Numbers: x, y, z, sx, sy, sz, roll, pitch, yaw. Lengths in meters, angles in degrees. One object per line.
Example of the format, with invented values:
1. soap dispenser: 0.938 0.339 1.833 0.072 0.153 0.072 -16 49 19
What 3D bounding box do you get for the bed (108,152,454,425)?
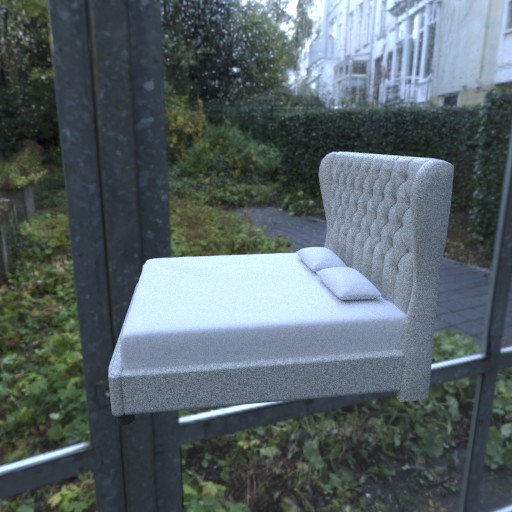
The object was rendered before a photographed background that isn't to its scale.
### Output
1. bed: 0.000 0.000 3.989 2.347 1.771 2.219 -2 15 -8
